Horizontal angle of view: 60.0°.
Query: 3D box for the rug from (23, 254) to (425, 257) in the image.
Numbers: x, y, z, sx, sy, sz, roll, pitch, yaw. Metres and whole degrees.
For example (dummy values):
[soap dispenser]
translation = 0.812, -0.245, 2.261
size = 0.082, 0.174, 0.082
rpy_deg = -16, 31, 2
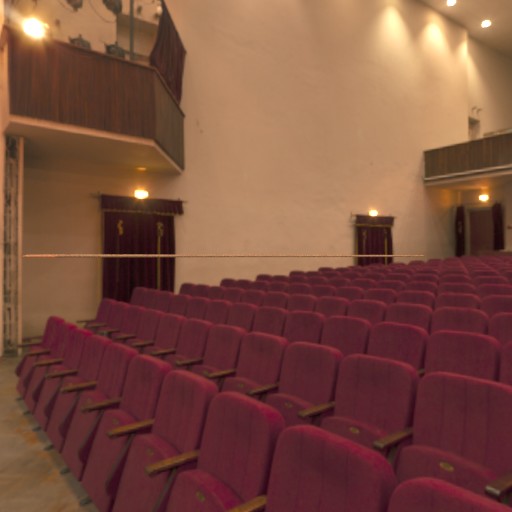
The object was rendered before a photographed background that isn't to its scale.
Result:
[rug]
translation = 0.000, 0.000, 2.437
size = 2.196, 0.011, 0.662
rpy_deg = 0, 0, -36
